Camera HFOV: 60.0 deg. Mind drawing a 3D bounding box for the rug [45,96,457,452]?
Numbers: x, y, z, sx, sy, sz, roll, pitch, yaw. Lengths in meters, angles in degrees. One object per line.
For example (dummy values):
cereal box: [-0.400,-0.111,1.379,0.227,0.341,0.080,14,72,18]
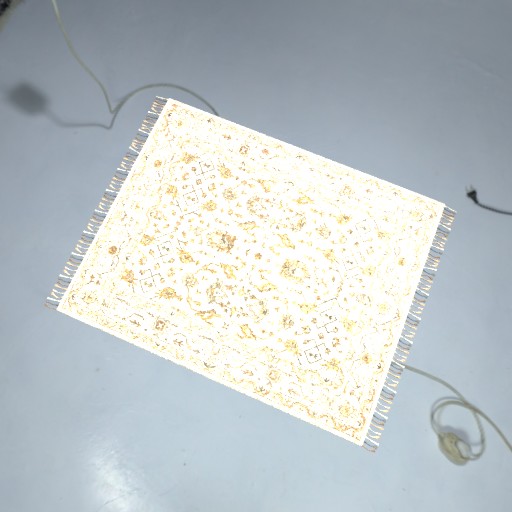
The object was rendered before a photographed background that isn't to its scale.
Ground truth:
rug: [0.000,0.000,2.236,1.726,0.009,1.278,22,77,5]
